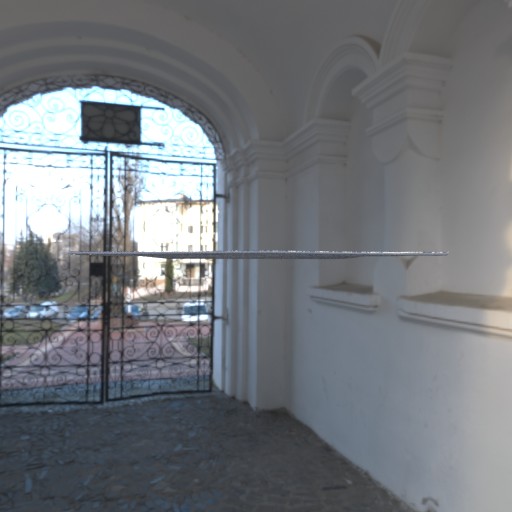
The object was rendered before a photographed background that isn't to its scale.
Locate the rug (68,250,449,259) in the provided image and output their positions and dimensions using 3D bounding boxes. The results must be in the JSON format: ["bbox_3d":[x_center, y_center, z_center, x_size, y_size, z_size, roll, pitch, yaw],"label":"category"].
[{"bbox_3d":[0.000,0.000,3.047,1.624,0.030,2.349,0,-1,-1],"label":"rug"}]
